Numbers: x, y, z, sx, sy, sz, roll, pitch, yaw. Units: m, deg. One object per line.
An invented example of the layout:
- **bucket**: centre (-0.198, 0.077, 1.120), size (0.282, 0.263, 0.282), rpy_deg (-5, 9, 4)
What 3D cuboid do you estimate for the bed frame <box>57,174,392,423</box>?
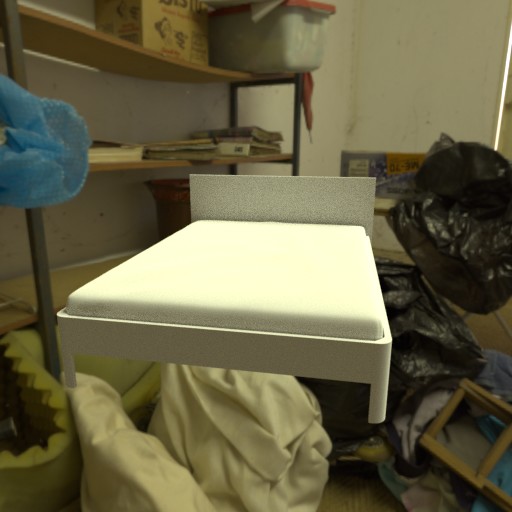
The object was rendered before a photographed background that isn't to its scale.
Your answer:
- **bed frame**: centre (0.000, 0.000, 2.718), size (1.490, 0.800, 1.950), rpy_deg (3, 15, 11)
